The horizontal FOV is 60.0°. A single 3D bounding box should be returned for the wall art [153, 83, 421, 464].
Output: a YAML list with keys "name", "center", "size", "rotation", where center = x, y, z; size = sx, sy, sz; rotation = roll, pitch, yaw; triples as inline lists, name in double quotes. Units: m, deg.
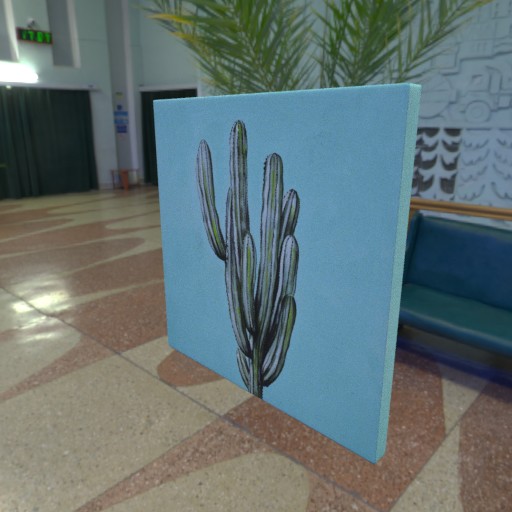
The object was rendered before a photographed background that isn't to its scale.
- name: "wall art"
  center: [0.000, 0.000, 1.115]
  size: [0.765, 0.766, 0.054]
  rotation: [15, 22, 42]
